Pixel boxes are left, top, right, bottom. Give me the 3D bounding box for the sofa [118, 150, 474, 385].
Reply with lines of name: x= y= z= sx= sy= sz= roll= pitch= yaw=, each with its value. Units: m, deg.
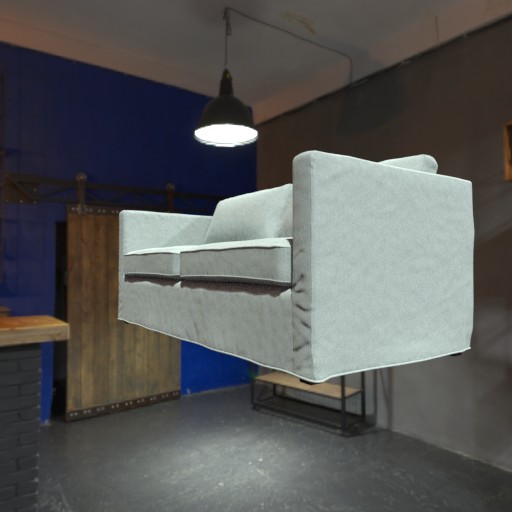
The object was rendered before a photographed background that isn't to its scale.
sofa: x=0.000 y=0.000 z=2.429 sx=0.940 sy=0.870 sz=1.987 roll=1 pitch=-1 yaw=-34
